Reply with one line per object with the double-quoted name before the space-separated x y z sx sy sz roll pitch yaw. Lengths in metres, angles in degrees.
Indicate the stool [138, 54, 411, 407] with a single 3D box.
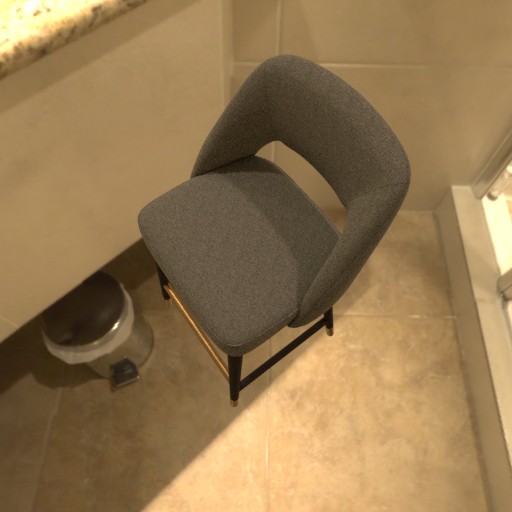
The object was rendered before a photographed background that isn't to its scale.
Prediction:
"stool" 0.000 0.000 1.248 0.524 0.925 0.536 -32 67 -16
